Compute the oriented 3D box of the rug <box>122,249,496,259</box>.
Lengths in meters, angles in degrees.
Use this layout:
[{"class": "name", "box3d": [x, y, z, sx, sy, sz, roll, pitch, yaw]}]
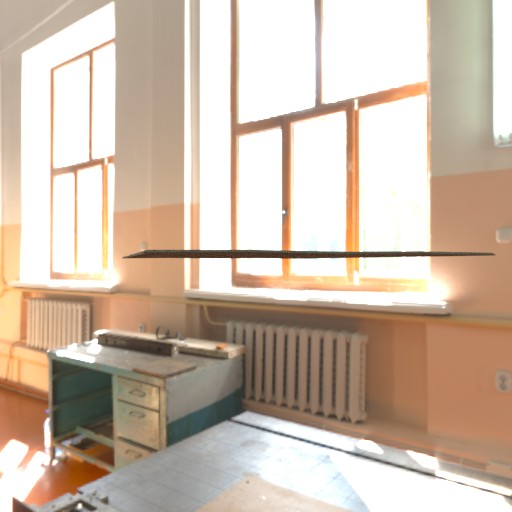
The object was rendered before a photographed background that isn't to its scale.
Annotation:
[{"class": "rug", "box3d": [0.000, 0.000, 3.892, 2.158, 0.024, 3.063, 0, -1, -19]}]
